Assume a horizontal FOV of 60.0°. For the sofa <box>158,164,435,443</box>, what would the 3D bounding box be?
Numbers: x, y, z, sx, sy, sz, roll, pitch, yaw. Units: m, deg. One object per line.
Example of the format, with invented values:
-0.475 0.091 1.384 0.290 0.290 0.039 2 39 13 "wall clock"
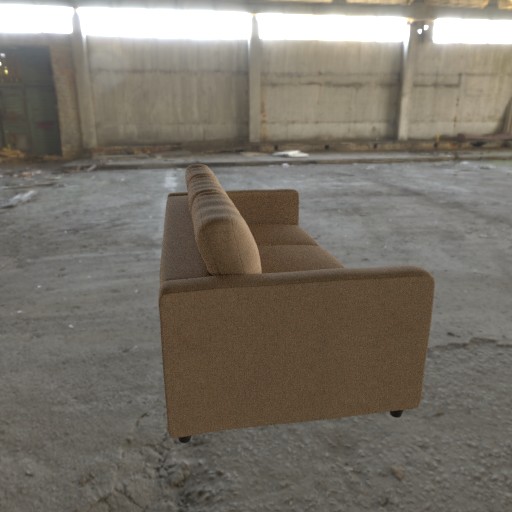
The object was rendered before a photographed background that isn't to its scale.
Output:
0.000 0.000 2.329 0.930 0.800 1.855 -3 18 -9 "sofa"
